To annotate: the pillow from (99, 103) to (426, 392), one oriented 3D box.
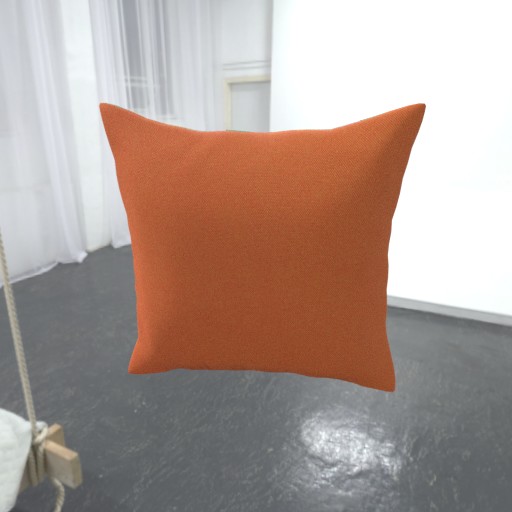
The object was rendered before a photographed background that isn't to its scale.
[{"bbox_3d":[0.000,0.000,0.677,0.453,0.444,0.169,2,18,6],"label":"pillow"}]
